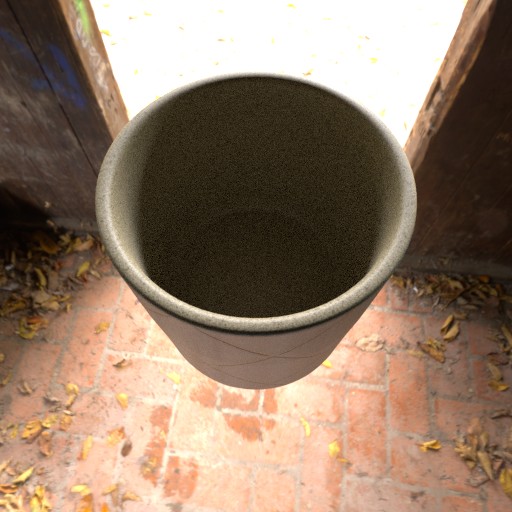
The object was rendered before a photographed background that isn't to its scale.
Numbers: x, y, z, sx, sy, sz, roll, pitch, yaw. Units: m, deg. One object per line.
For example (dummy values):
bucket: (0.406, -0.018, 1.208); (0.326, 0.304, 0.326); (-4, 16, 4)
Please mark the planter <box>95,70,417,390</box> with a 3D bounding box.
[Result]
planter: (0.000, 0.000, 0.419); (0.227, 0.235, 0.227); (0, 62, 0)
